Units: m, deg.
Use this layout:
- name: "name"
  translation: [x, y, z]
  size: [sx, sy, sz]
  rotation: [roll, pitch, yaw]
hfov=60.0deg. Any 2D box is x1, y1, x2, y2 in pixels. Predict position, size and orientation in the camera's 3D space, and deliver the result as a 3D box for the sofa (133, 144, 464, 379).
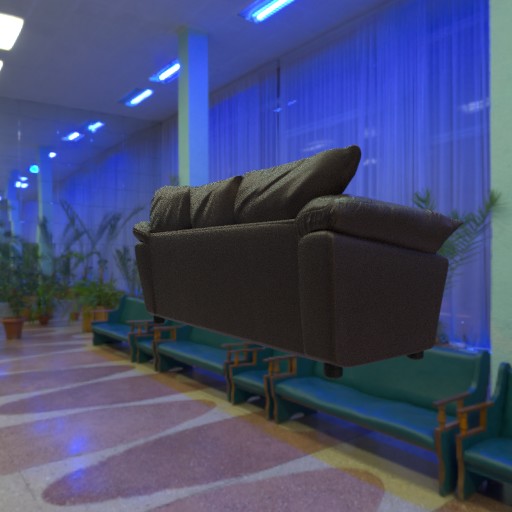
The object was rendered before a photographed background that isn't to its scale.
- name: "sofa"
  translation: [0.000, 0.000, 2.948]
  size: [0.907, 1.091, 2.390]
  rotation: [0, 0, -36]
